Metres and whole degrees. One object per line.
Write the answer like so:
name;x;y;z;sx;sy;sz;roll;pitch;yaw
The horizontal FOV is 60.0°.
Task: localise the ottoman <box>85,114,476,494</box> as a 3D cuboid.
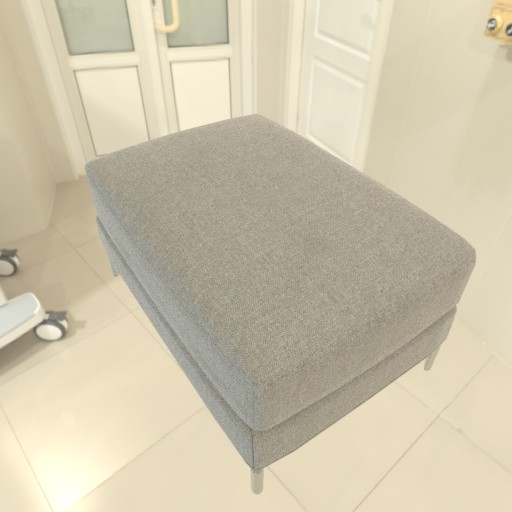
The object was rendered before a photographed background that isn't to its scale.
ottoman;0.000;0.000;1.130;0.584;0.457;0.838;-24;47;-25
